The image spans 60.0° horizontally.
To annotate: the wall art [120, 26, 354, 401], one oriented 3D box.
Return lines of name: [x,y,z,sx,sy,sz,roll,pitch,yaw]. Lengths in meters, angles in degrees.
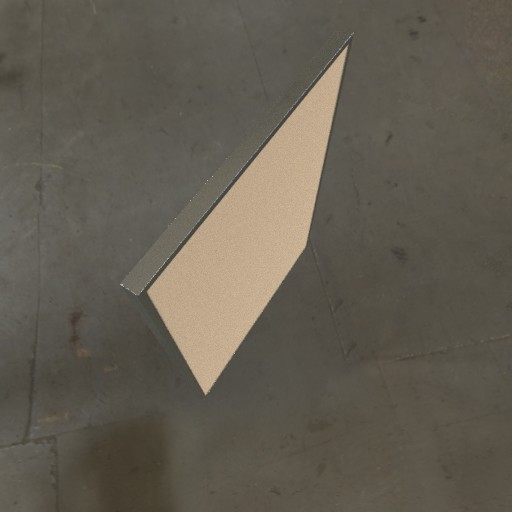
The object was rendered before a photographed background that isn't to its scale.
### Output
wall art: [0.000,0.000,1.380,0.041,1.062,0.803,30,67,14]
